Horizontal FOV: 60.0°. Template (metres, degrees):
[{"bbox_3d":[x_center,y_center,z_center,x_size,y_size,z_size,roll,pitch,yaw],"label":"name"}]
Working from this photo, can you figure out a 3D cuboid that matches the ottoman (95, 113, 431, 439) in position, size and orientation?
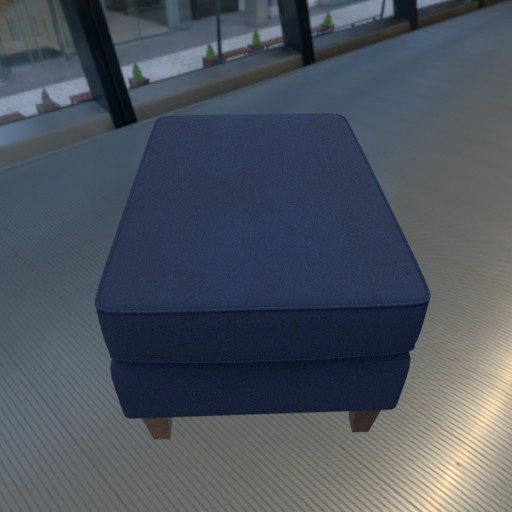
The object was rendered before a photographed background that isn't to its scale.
[{"bbox_3d":[0.000,0.000,1.374,0.686,0.584,0.965,-1,40,-2],"label":"ottoman"}]
